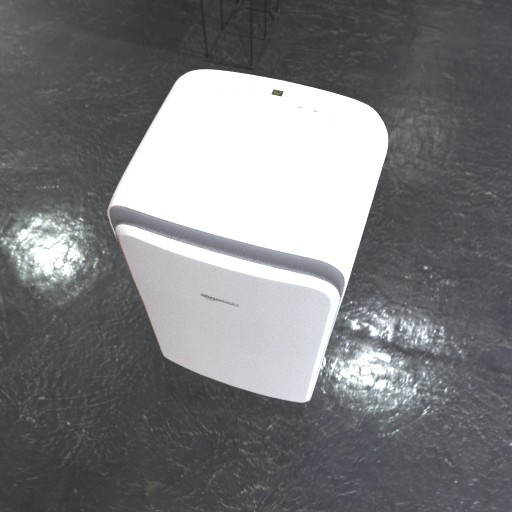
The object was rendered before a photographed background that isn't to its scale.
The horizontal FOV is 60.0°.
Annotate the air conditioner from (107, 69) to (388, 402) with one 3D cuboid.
[{"bbox_3d":[0.000,0.000,1.086,0.478,0.765,0.467,16,59,10],"label":"air conditioner"}]
